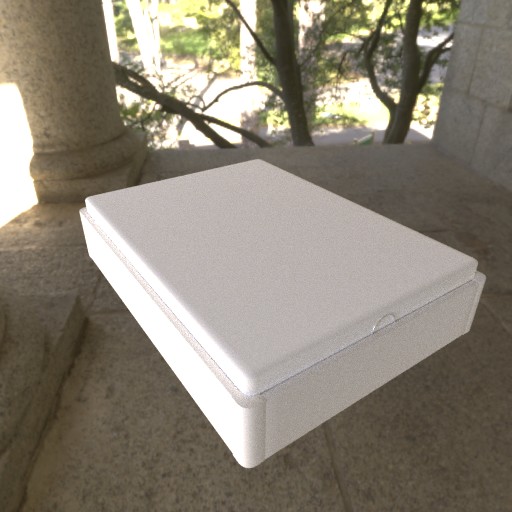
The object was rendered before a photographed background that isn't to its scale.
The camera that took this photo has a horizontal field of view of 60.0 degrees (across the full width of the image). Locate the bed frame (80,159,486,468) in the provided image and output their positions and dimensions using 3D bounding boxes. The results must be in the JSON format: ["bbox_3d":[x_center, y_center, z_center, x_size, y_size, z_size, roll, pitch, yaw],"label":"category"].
[{"bbox_3d":[0.000,0.000,2.499,1.400,0.406,1.900,-19,36,-29],"label":"bed frame"}]
